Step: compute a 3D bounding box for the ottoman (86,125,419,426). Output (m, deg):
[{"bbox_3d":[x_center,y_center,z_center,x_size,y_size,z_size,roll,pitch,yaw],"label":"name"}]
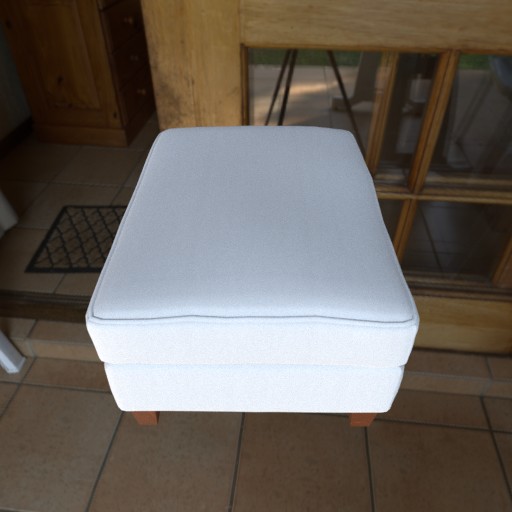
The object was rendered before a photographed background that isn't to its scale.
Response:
[{"bbox_3d":[0.000,0.000,1.212,0.634,0.479,0.818,0,40,0],"label":"ottoman"}]
